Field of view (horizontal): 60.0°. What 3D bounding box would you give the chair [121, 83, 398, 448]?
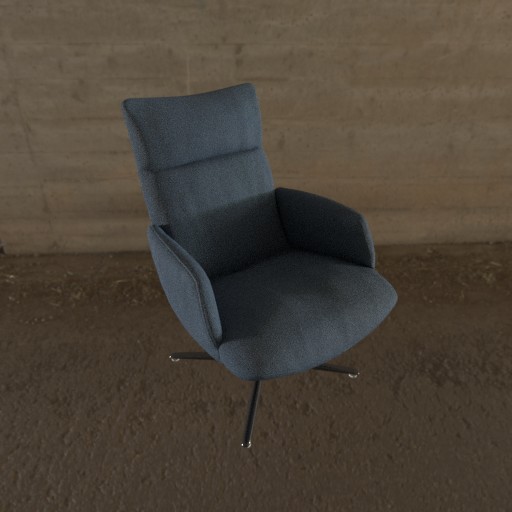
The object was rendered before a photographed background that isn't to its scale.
[{"bbox_3d":[0.000,0.000,1.581,0.711,1.016,0.889,-21,37,-31],"label":"chair"}]
